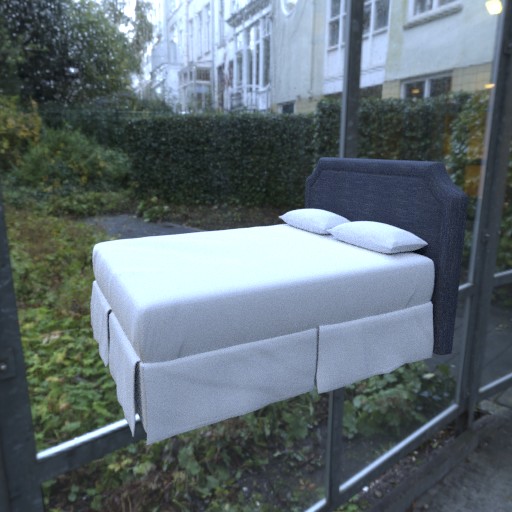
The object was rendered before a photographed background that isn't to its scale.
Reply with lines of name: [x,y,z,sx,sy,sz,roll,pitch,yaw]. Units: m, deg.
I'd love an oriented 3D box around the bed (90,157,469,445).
bed: [0.000,0.000,3.087,2.116,1.290,1.693,-7,16,-26]
